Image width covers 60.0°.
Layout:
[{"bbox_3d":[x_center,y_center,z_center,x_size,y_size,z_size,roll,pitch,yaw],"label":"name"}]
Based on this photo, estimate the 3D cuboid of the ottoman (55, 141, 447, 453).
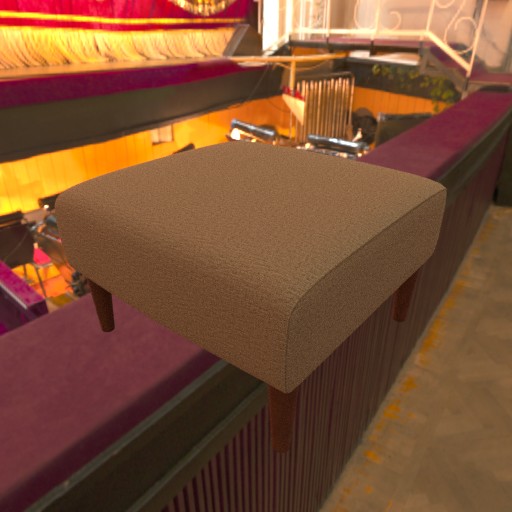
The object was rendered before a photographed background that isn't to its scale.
[{"bbox_3d":[0.000,0.000,1.059,0.650,0.398,0.649,21,35,34],"label":"ottoman"}]
